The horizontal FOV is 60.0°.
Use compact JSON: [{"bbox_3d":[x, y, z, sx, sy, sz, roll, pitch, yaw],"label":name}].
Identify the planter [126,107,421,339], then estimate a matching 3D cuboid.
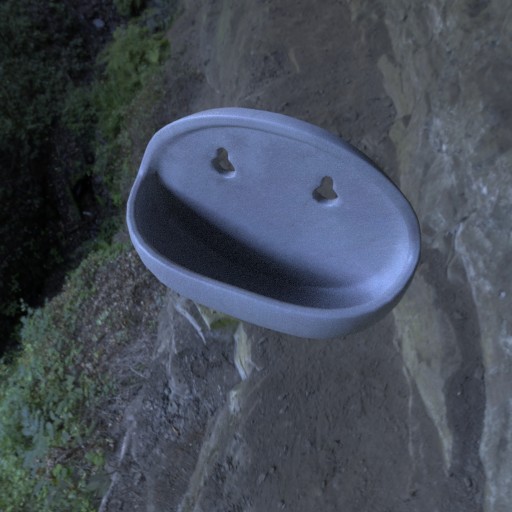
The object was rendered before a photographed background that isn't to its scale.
[{"bbox_3d":[0.000,0.000,0.277,0.190,0.164,0.073,18,59,11],"label":"planter"}]
